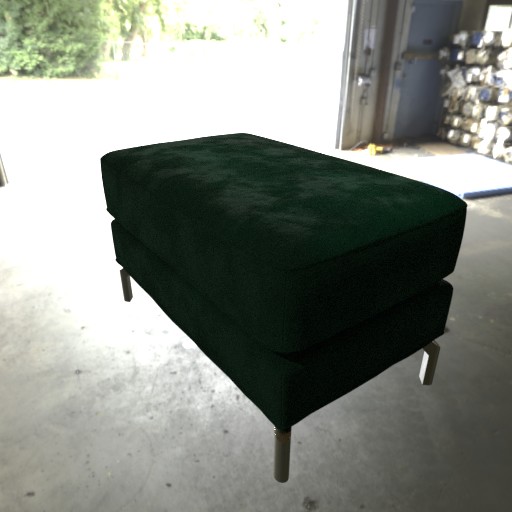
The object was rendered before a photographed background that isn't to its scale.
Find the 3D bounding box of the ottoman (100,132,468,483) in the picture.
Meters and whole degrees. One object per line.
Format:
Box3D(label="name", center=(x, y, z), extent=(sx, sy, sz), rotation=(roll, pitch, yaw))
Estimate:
Box3D(label="ottoman", center=(0.000, 0.000, 1.218), extent=(0.536, 0.533, 0.886), rotation=(-18, 32, -32))
